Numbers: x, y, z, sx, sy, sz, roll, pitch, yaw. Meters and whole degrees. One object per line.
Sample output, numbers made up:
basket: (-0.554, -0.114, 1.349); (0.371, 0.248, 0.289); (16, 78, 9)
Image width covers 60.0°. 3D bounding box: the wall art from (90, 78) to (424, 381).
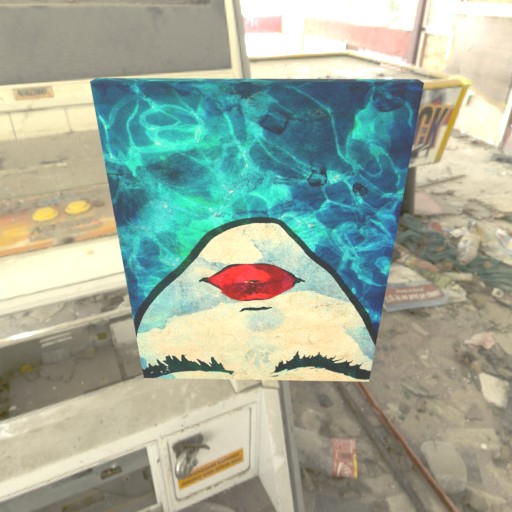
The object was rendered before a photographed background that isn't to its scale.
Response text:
wall art: (0.000, 0.000, 1.018); (0.609, 0.760, 0.038); (1, 31, 1)
